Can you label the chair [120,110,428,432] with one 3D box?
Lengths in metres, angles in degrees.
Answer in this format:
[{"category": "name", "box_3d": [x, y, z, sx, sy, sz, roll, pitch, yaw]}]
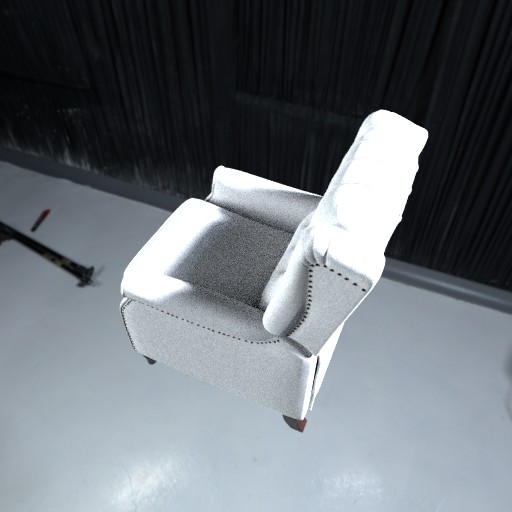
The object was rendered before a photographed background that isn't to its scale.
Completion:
[{"category": "chair", "box_3d": [0.000, 0.000, 1.623, 0.902, 1.035, 0.742, 18, 49, 16]}]
